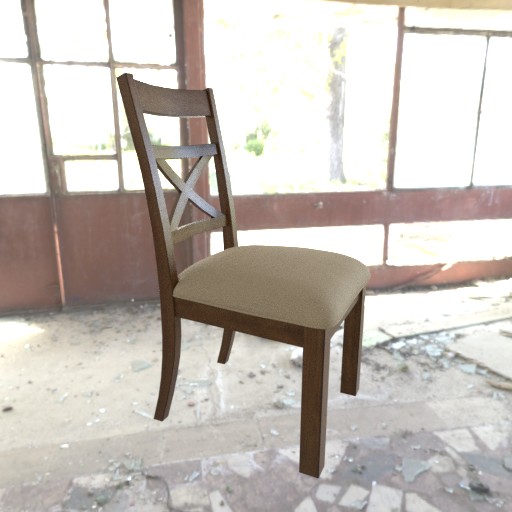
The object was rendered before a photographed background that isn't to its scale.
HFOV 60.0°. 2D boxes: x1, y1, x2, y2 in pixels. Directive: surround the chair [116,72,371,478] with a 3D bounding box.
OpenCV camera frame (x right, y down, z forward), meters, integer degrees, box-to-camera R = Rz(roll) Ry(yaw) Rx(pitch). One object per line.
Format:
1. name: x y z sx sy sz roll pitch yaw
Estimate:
1. chair: 0.000 0.000 1.255 0.581 0.949 0.461 7 17 24
